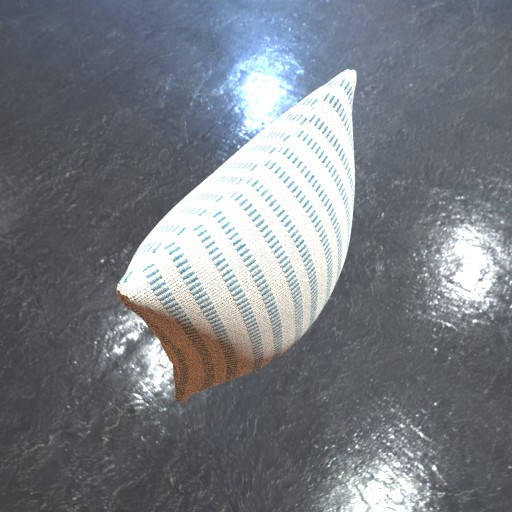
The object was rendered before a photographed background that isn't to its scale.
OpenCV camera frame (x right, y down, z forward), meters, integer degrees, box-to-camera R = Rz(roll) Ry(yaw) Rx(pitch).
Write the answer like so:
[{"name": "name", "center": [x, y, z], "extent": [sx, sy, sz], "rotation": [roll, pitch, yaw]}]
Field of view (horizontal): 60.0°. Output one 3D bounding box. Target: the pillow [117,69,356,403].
[{"name": "pillow", "center": [0.000, 0.000, 0.687], "extent": [0.247, 0.419, 0.438], "rotation": [33, 64, 19]}]
